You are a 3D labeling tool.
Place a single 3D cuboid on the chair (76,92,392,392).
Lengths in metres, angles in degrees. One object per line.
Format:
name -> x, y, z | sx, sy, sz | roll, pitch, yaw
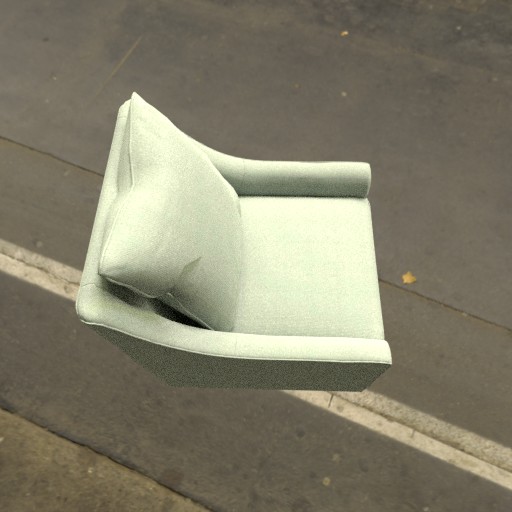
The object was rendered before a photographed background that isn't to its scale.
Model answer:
chair -> 0.000, 0.000, 1.545 | 0.870, 0.926, 0.760 | 1, 63, 1
